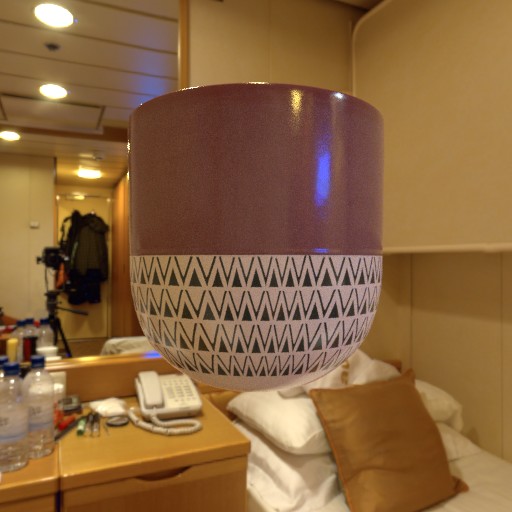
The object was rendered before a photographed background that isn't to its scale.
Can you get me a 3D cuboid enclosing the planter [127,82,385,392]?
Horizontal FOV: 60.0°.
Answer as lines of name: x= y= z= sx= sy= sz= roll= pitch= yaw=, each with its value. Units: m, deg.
planter: x=0.000 y=0.000 z=0.477 sx=0.266 sy=0.270 sz=0.266 roll=0 pitch=0 yaw=0
